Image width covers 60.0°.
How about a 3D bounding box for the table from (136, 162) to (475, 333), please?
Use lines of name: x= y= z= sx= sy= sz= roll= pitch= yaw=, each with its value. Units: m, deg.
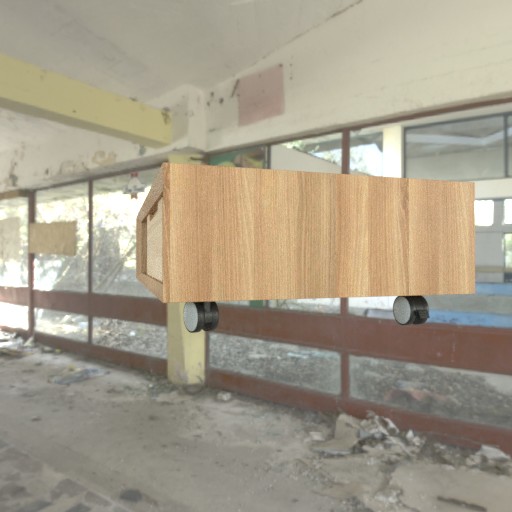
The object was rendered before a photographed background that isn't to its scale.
table: x=0.000 y=0.000 z=1.429 sx=0.700 sy=0.330 sz=1.100 roll=0 pitch=0 yaw=-18
